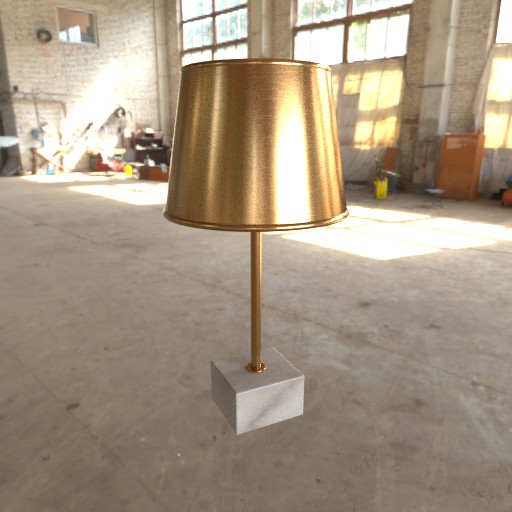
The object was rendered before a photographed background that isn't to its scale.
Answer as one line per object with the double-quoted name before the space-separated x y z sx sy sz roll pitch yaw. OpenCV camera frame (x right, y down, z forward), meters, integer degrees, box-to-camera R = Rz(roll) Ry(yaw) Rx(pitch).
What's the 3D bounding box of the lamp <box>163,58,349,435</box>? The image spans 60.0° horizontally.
"lamp" 0.000 0.000 0.520 0.208 0.406 0.208 0 16 0
